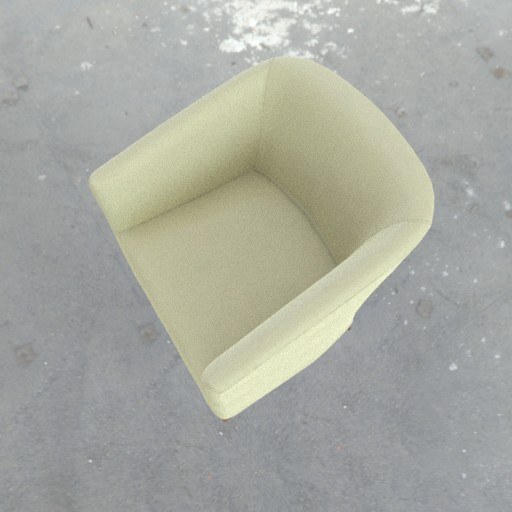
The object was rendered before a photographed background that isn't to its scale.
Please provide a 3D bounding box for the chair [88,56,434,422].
[{"bbox_3d":[0.000,0.000,1.293,0.657,0.822,0.643,-30,68,-14],"label":"chair"}]
